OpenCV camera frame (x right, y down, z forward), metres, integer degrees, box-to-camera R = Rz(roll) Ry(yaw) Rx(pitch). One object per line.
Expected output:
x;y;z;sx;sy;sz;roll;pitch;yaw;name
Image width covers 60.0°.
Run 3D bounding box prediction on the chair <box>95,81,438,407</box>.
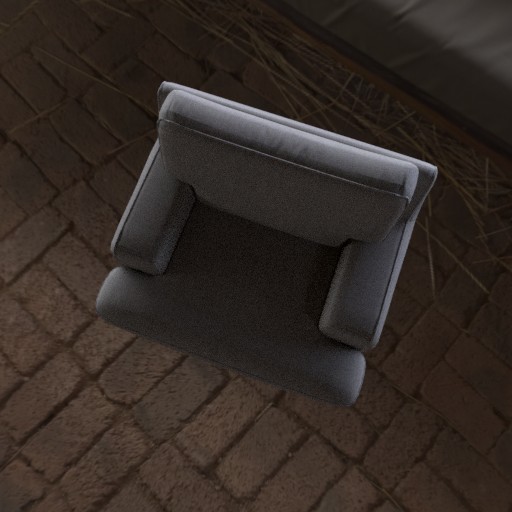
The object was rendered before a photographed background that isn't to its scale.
0.000;0.000;2.041;1.270;0.974;1.043;19;76;5;chair
